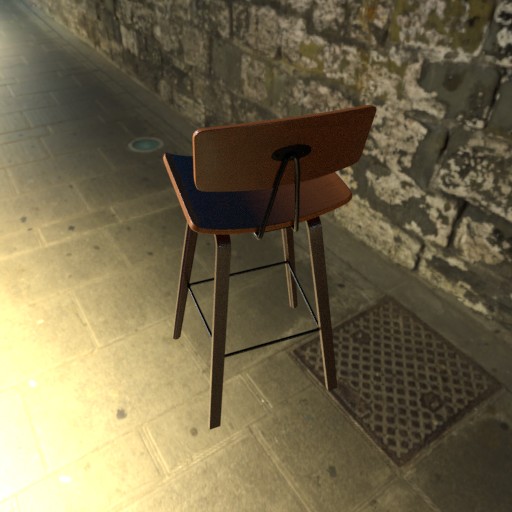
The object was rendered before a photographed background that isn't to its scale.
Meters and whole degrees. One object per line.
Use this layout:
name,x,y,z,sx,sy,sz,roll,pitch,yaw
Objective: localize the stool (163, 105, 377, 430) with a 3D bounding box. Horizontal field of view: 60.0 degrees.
stool,0.000,0.000,1.267,0.509,0.969,0.440,-13,40,-15
